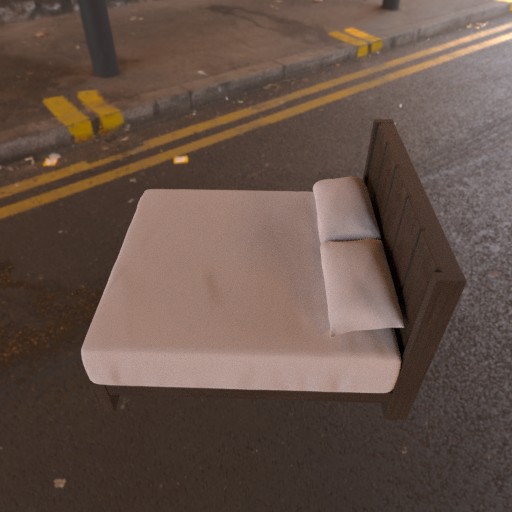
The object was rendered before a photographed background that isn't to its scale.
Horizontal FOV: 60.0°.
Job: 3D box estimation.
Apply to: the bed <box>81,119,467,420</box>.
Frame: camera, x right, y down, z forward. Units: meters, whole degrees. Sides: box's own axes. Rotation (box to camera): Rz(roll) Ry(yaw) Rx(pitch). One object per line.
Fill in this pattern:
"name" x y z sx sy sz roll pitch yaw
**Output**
"bed" 0.000 0.000 3.113 1.992 1.261 1.735 1 41 1
